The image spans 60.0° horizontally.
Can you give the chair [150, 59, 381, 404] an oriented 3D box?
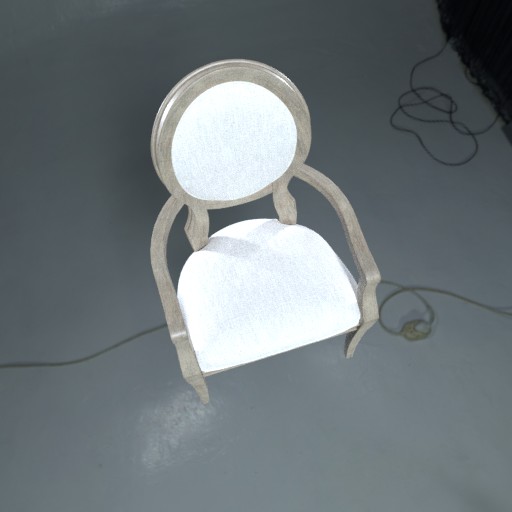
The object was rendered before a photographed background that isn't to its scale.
[{"bbox_3d":[0.000,0.000,1.381,0.611,0.991,0.602,-16,65,-7],"label":"chair"}]
